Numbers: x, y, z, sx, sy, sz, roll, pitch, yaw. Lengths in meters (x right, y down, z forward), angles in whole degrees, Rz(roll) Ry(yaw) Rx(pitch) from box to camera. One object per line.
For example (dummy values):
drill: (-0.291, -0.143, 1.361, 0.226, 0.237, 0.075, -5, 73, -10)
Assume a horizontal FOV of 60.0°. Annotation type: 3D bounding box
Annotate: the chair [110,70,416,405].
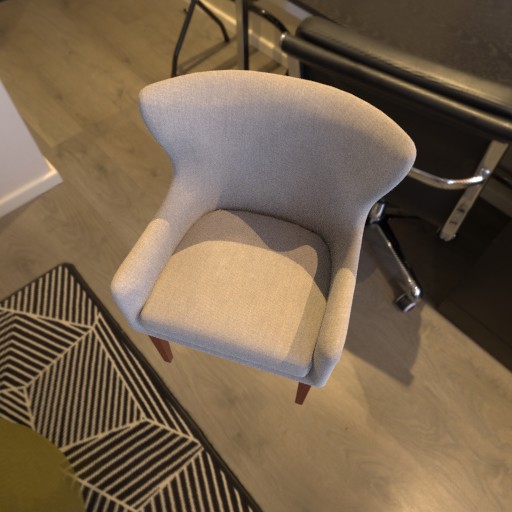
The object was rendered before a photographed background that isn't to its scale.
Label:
chair: (0.000, 0.000, 1.450, 0.732, 0.948, 0.677, 15, 60, 9)
